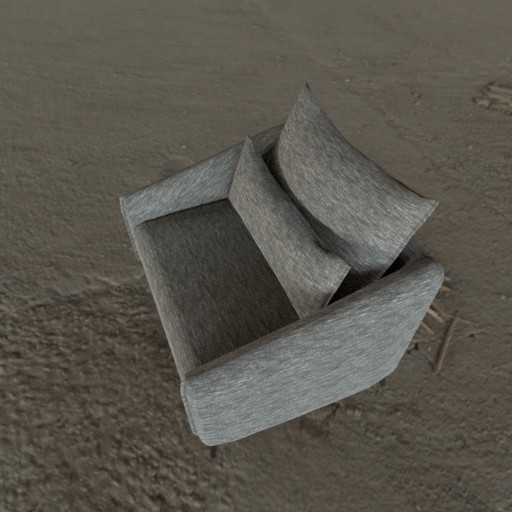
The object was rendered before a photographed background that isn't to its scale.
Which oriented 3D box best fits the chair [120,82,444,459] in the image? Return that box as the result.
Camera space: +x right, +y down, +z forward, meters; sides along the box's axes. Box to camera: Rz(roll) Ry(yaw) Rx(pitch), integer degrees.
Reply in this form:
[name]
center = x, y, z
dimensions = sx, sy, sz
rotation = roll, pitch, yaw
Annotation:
[chair]
center = 0.000, 0.000, 1.611
dimensions = 0.805, 0.842, 1.004
rotation = -17, 49, -16
